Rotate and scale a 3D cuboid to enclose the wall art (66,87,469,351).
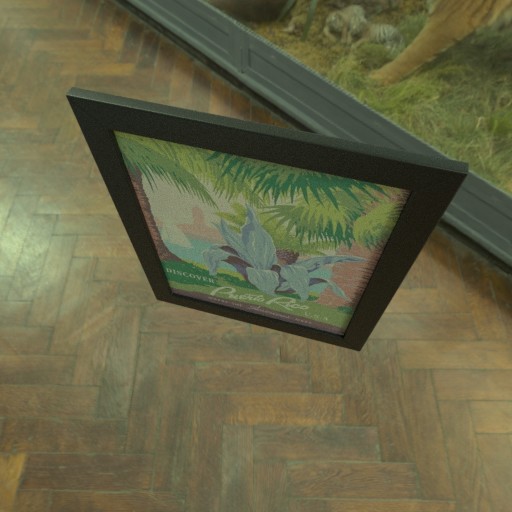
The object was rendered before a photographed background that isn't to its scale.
[{"bbox_3d":[0.000,0.000,0.764,0.481,0.582,0.018,13,60,8],"label":"wall art"}]
